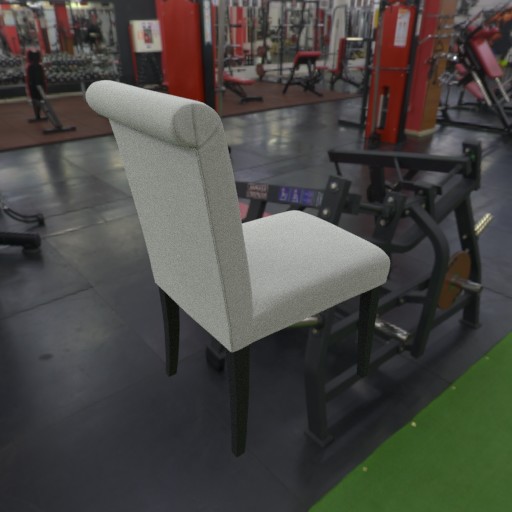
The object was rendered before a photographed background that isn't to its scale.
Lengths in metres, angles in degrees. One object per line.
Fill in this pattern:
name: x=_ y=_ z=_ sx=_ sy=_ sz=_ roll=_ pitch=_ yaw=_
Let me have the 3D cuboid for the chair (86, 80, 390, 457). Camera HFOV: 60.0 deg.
chair: x=0.000 y=0.000 z=1.311 sx=0.708 sy=0.976 sz=0.452 roll=-19 pitch=33 yaw=-33
